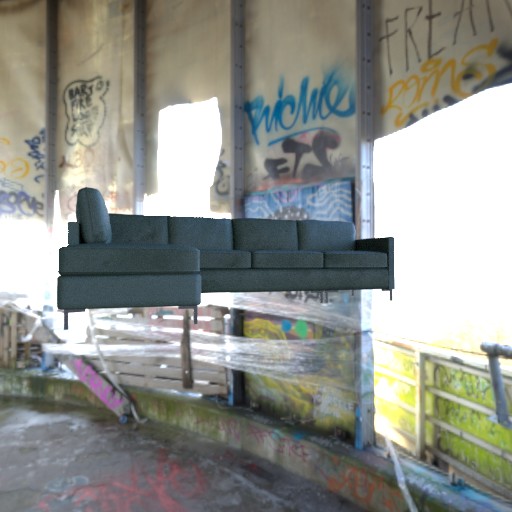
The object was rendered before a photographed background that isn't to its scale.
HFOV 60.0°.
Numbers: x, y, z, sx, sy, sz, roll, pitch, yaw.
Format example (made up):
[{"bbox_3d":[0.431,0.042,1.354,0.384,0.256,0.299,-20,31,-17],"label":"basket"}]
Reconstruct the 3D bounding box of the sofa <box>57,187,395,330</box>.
[{"bbox_3d":[0.000,0.000,4.333,3.384,0.996,2.048,0,-1,-19],"label":"sofa"}]
